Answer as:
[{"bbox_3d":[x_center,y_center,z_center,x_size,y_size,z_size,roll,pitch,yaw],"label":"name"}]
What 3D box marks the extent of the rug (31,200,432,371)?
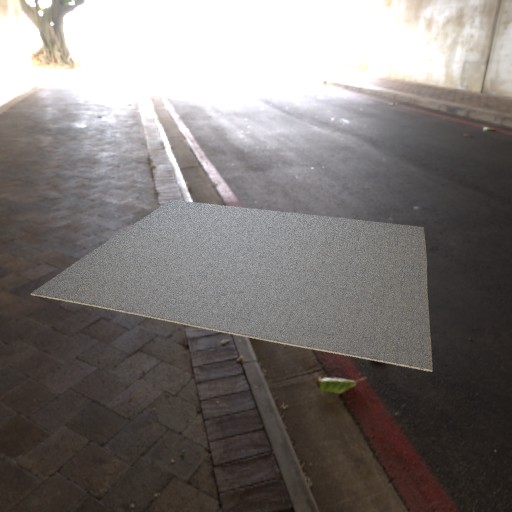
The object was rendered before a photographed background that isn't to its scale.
[{"bbox_3d":[0.000,0.000,4.182,3.061,0.014,2.447,8,27,16],"label":"rug"}]
